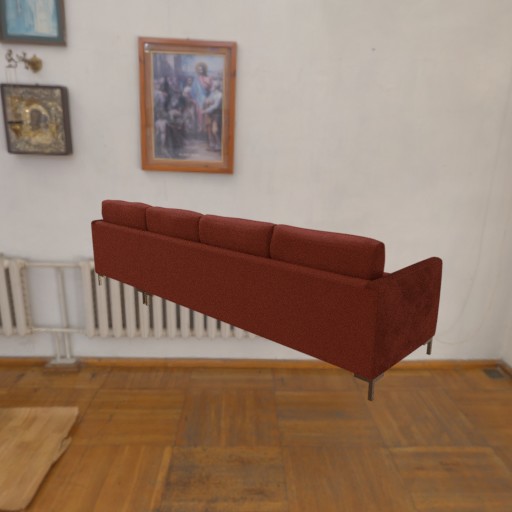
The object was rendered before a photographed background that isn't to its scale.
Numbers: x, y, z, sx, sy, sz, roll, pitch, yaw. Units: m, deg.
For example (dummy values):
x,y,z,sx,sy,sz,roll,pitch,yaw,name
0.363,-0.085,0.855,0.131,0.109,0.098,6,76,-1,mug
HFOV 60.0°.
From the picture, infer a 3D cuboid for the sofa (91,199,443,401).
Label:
x,y,z,sx,sy,sz,roll,pitch,yaw,name
0.000,0.000,3.561,2.932,0.810,1.350,13,18,42,sofa
